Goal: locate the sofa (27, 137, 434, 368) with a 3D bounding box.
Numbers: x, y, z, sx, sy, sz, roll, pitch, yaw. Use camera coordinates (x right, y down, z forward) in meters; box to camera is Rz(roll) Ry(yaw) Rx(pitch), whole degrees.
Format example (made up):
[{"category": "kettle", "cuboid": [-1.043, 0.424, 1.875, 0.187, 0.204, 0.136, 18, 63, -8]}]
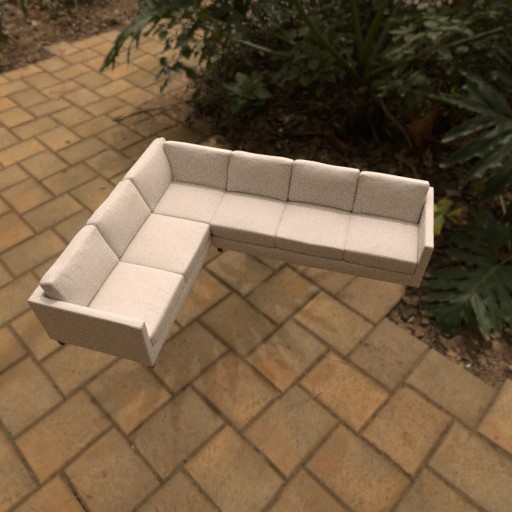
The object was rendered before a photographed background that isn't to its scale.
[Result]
[{"category": "sofa", "cuboid": [0.000, 0.000, 4.258, 3.182, 0.863, 2.432, 11, 47, 11]}]
